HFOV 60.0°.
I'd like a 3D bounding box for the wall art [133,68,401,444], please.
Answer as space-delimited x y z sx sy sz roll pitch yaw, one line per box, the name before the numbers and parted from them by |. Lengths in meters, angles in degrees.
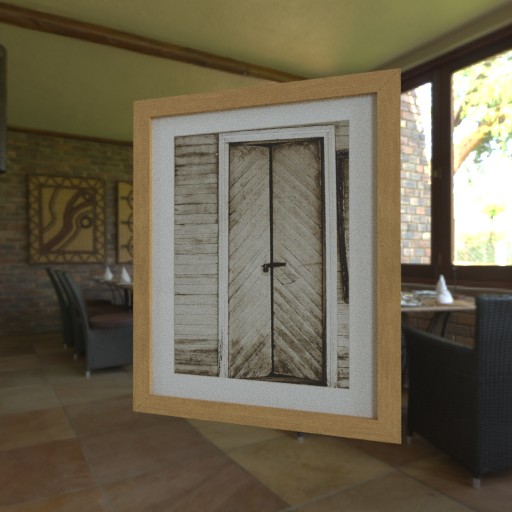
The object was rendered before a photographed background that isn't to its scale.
wall art | 0.000 0.000 0.741 0.460 0.561 0.020 0 0 18
